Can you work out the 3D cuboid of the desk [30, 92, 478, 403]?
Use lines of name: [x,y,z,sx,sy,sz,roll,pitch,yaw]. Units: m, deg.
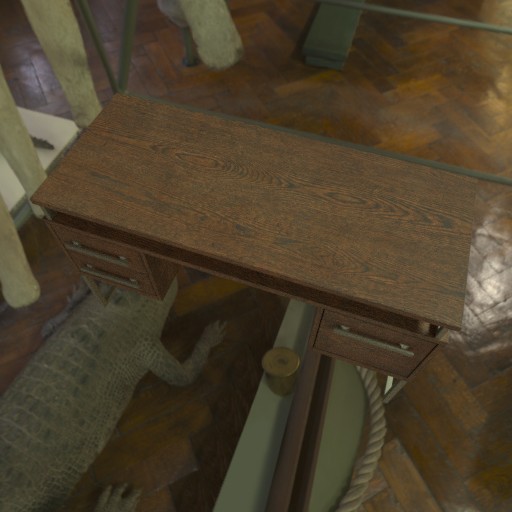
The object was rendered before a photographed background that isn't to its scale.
desk: [0.000,0.000,1.806,1.384,0.792,0.610,16,59,10]
